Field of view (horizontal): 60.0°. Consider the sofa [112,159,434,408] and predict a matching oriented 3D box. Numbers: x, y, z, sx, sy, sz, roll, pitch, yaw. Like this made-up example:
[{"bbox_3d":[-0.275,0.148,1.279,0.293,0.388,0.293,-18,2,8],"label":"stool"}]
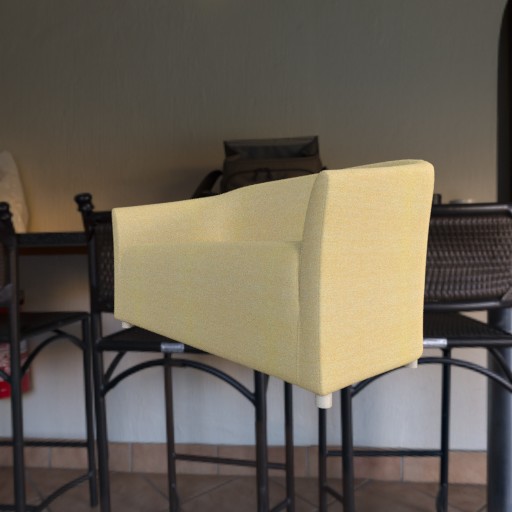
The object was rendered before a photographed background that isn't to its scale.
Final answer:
[{"bbox_3d":[0.000,0.000,1.821,0.705,0.721,1.452,-1,2,-37],"label":"sofa"}]
